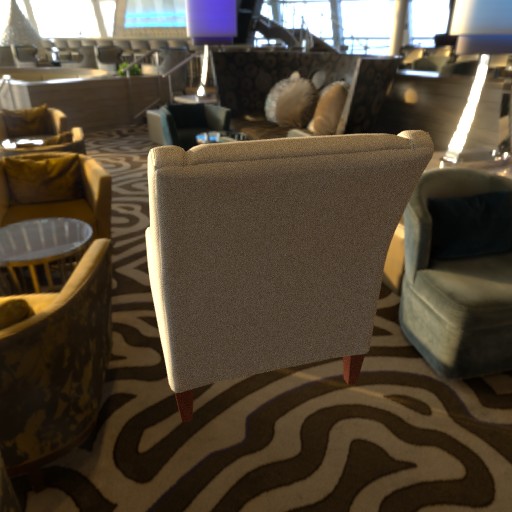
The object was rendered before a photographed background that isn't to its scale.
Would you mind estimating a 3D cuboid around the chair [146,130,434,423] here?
[{"bbox_3d":[0.000,0.000,1.660,0.774,1.014,0.870,-8,27,-15],"label":"chair"}]
